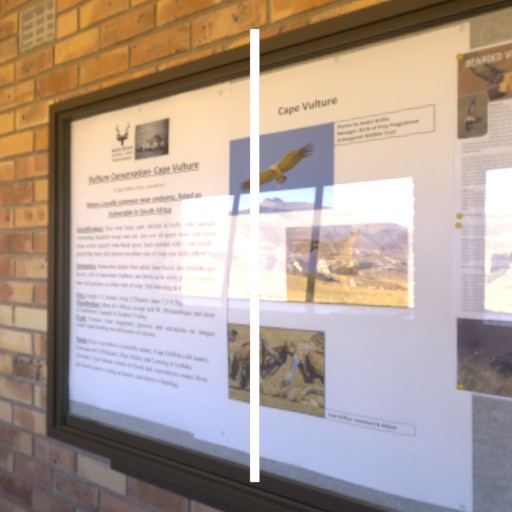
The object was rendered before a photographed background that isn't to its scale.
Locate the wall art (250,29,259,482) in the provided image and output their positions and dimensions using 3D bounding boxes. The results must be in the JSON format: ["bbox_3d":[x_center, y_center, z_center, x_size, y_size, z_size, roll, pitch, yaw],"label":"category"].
[{"bbox_3d":[0.000,0.000,0.870,0.013,0.656,0.456,0,-1,0],"label":"wall art"}]
